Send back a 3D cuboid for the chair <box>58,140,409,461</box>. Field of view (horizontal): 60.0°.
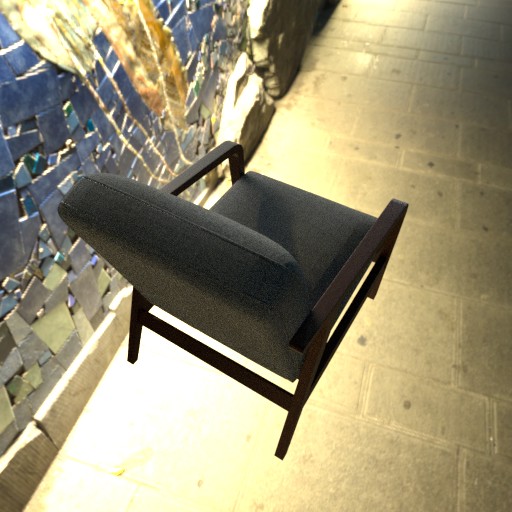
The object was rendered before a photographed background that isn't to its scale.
[{"bbox_3d":[0.000,0.000,1.434,0.704,0.847,0.858,25,51,22],"label":"chair"}]
